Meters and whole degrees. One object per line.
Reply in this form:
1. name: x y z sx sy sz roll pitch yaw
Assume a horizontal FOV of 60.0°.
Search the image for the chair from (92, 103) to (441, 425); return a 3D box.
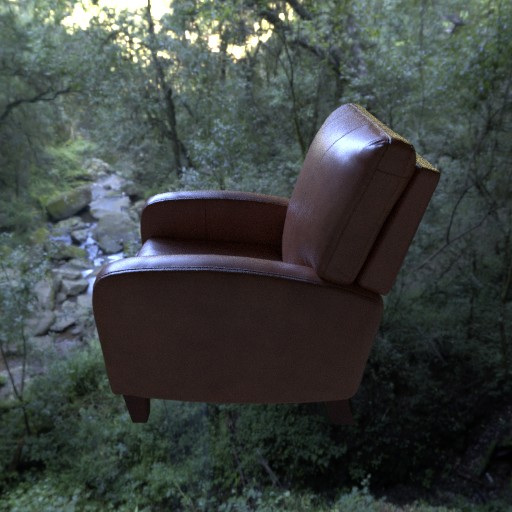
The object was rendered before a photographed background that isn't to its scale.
1. chair: 0.000 0.000 1.618 0.990 0.990 0.762 0 27 1
